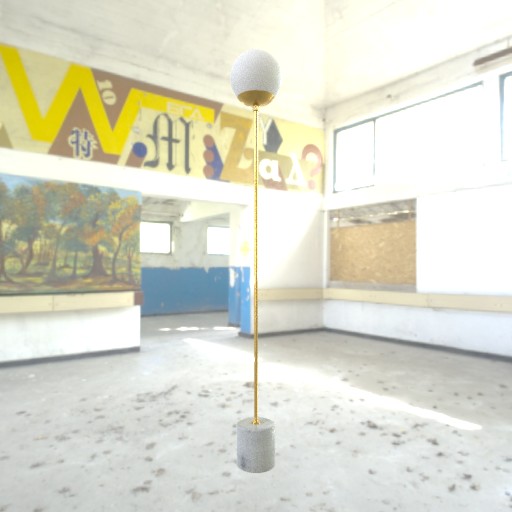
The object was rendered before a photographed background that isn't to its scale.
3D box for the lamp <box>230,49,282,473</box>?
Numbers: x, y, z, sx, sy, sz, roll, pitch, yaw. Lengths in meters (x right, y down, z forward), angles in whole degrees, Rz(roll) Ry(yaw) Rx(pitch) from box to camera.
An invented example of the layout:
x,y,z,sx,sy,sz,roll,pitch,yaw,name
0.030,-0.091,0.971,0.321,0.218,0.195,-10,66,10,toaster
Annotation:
x,y,z,sx,sy,sz,roll,pitch,yaw,name
0.000,0.000,1.884,0.224,1.753,0.224,1,-2,-36,lamp
